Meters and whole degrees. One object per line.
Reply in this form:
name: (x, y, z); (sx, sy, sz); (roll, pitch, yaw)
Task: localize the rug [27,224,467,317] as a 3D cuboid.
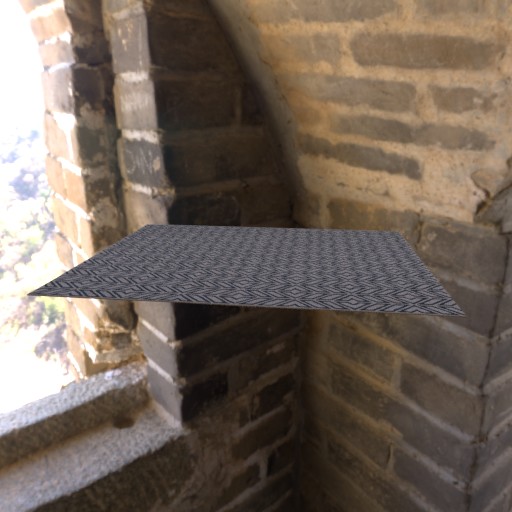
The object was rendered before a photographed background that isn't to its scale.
rug: (0.000, 0.000, 4.176); (3.045, 0.008, 2.421); (2, 16, 7)
